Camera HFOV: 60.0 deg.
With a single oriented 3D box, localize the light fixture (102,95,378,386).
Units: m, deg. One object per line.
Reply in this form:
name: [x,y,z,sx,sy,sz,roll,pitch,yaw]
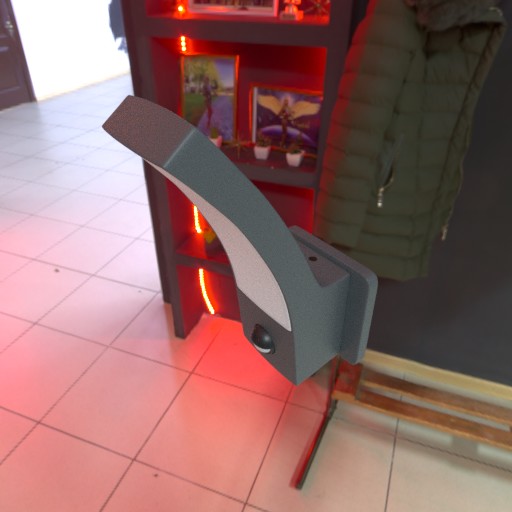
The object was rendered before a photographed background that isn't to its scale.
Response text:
light fixture: [0.000,0.000,0.335,0.174,0.243,0.108,-22,39,-30]
